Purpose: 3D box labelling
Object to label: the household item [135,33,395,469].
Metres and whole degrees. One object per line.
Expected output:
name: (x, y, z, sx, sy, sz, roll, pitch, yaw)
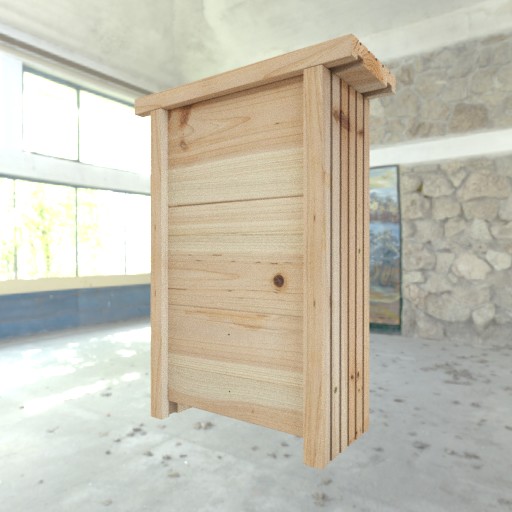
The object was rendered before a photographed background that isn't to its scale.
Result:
household item: (0.000, 0.000, 0.540, 0.301, 0.407, 0.123, 0, 0, 35)
